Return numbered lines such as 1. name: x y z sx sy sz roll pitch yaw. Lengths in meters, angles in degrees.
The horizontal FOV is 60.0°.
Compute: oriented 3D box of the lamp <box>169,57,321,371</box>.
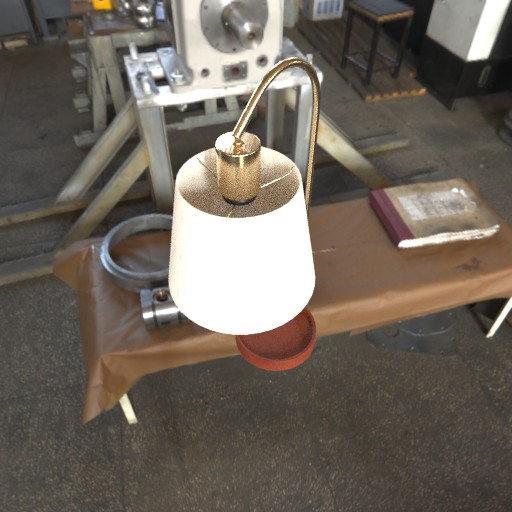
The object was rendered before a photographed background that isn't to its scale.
1. lamp: 0.000 0.000 0.650 0.211 0.536 0.273 31 53 27
